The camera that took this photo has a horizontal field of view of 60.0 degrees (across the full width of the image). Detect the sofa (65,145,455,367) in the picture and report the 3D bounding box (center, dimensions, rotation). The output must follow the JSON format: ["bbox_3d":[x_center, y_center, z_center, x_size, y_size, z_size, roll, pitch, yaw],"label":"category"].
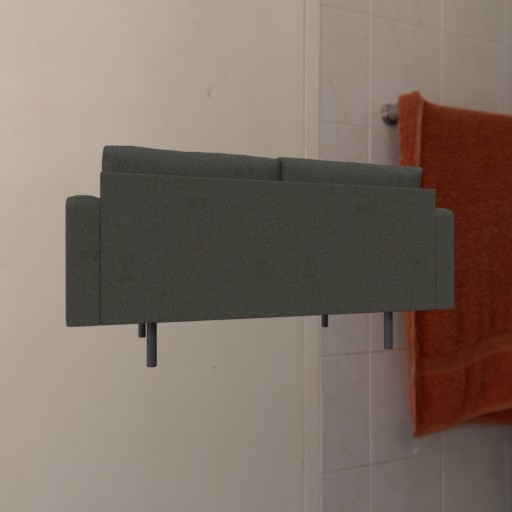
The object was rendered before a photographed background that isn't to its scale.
[{"bbox_3d":[0.000,0.000,2.281,1.730,0.897,0.889,0,0,-18],"label":"sofa"}]
